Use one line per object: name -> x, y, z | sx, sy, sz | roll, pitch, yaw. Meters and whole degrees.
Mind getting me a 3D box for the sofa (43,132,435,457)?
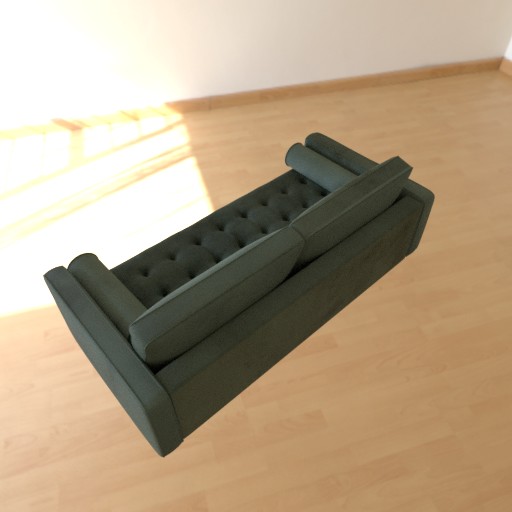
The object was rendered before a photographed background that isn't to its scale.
sofa -> 0.000, 0.000, 2.352 | 1.880, 0.772, 0.916 | -33, 54, -28
